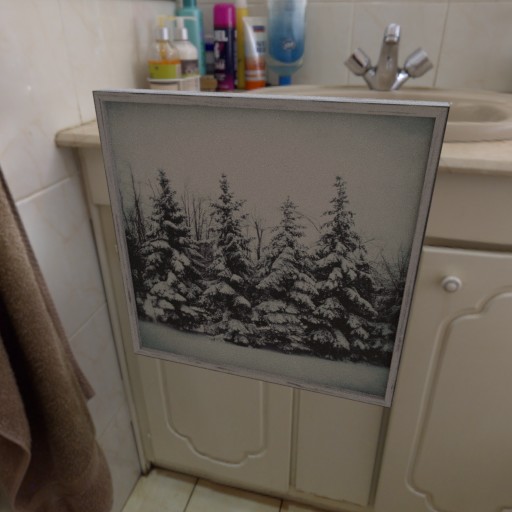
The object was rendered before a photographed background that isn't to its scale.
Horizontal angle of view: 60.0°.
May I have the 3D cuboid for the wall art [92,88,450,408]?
[{"bbox_3d":[0.000,0.000,0.738,0.506,0.506,0.038,8,28,15],"label":"wall art"}]
